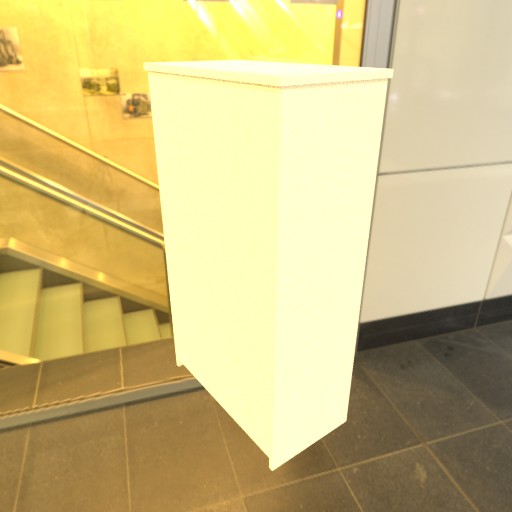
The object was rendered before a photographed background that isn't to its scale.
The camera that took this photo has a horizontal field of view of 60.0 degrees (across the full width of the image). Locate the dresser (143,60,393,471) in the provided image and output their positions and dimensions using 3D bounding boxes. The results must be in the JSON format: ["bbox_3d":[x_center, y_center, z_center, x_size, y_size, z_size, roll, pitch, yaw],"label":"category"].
[{"bbox_3d":[0.000,0.000,1.588,0.399,1.255,0.704,-18,32,-33],"label":"dresser"}]
